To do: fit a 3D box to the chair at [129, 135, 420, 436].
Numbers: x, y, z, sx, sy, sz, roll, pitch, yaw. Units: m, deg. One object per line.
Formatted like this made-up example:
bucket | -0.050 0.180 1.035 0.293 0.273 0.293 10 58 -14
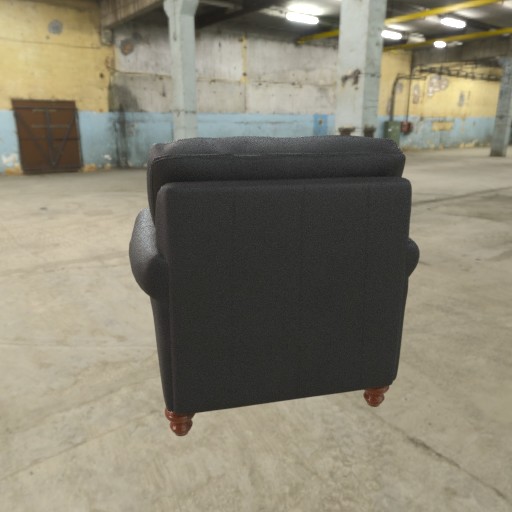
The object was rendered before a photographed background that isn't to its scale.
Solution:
chair | 0.000 0.000 1.815 1.015 0.960 1.027 -2 16 -8
